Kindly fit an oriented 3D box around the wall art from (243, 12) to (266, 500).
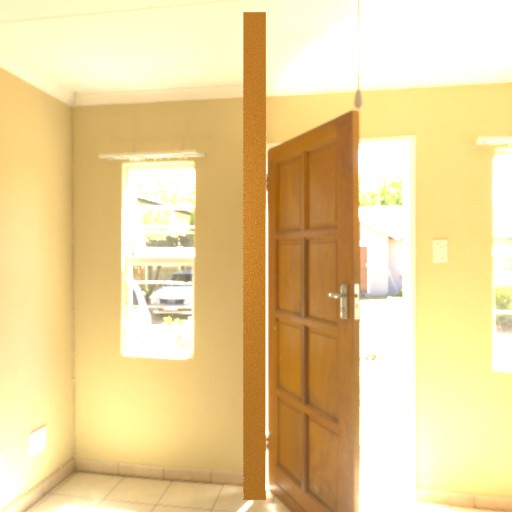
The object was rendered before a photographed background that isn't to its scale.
[{"bbox_3d":[0.000,0.000,1.041,0.038,0.812,0.610,0,0,0],"label":"wall art"}]
